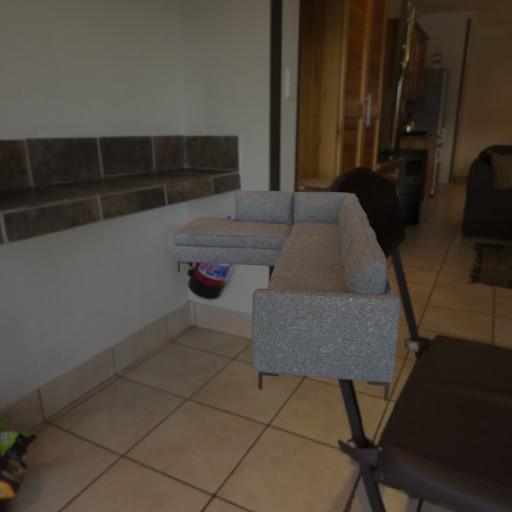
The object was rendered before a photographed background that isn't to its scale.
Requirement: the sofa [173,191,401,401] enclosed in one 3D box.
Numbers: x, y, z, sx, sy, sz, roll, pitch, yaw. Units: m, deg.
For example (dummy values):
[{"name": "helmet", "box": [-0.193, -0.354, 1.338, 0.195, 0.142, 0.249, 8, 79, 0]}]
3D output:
[{"name": "sofa", "box": [0.000, 0.000, 3.904, 2.007, 0.815, 2.949, 2, 16, 8]}]
